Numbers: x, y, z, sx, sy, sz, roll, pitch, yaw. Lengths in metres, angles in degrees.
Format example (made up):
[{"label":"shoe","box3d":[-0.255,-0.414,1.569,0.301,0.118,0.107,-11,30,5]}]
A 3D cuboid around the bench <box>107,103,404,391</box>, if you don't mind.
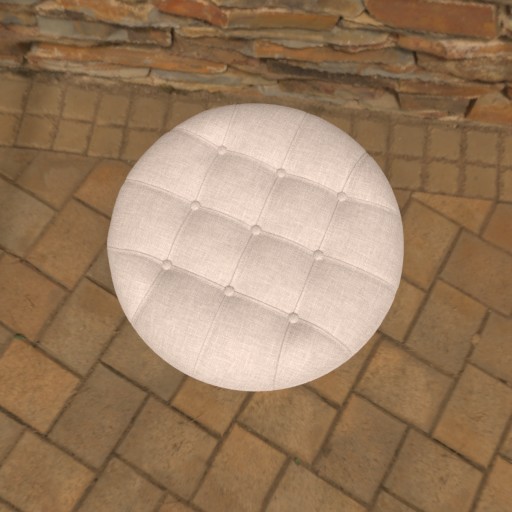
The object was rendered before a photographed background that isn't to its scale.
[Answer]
[{"label":"bench","box3d":[0.000,0.000,1.050,0.600,0.453,0.600,0,76,0]}]
